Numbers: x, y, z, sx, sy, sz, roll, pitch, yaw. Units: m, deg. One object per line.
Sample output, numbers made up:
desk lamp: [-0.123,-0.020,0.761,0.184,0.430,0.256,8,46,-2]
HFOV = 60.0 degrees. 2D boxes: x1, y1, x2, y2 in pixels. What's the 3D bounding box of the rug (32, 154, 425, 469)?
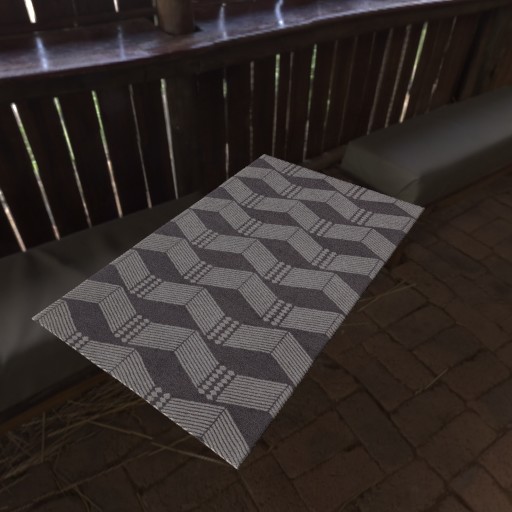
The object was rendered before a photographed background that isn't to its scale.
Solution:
rug: [0.000,0.000,3.032,1.517,0.011,2.435,25,47,26]
